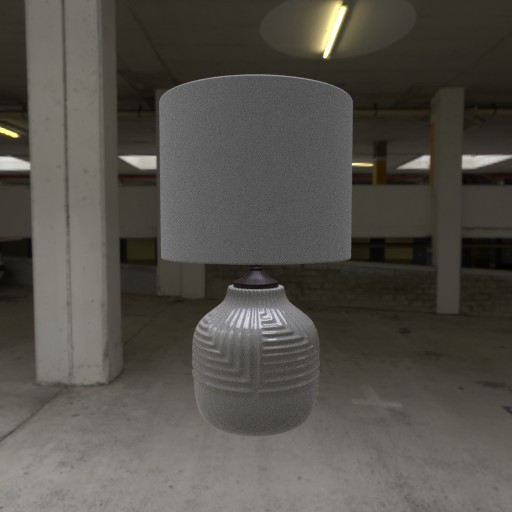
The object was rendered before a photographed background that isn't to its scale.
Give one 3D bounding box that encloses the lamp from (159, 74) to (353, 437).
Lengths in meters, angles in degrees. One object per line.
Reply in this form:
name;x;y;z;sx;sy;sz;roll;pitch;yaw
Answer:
lamp;0.000;0.000;0.758;0.318;0.567;0.318;0;3;0
